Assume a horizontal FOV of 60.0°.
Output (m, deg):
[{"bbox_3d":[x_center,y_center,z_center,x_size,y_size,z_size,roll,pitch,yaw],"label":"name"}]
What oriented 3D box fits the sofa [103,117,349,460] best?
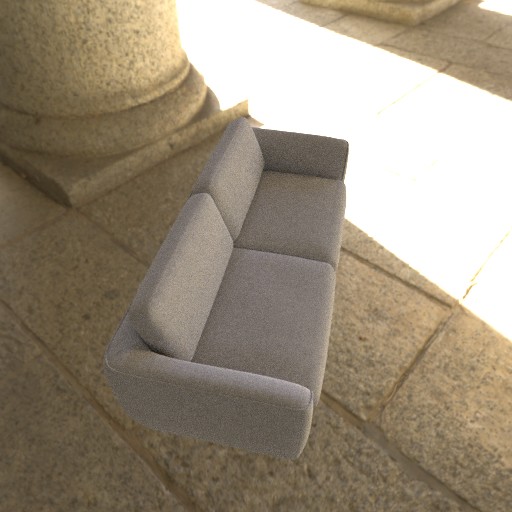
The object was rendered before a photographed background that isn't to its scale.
[{"bbox_3d":[0.000,0.000,2.480,0.920,0.850,2.000,9,46,9],"label":"sofa"}]
